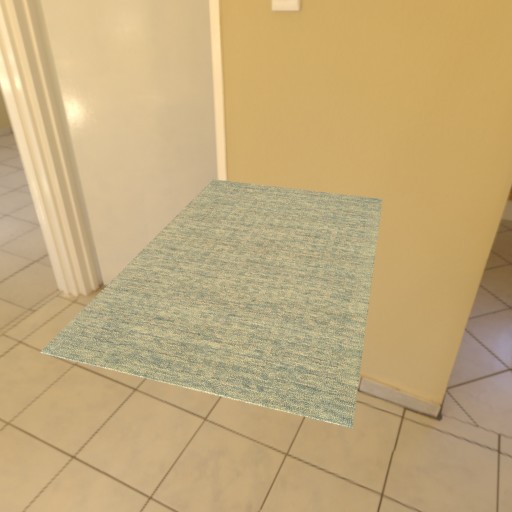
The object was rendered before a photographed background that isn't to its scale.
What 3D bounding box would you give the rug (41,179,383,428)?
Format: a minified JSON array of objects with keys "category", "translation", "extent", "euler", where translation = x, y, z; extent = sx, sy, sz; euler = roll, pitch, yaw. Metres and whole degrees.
[{"category":"rug","translation":[0.000,0.000,2.216],"extent":[1.142,0.006,1.752],"euler":[9,33,14]}]
